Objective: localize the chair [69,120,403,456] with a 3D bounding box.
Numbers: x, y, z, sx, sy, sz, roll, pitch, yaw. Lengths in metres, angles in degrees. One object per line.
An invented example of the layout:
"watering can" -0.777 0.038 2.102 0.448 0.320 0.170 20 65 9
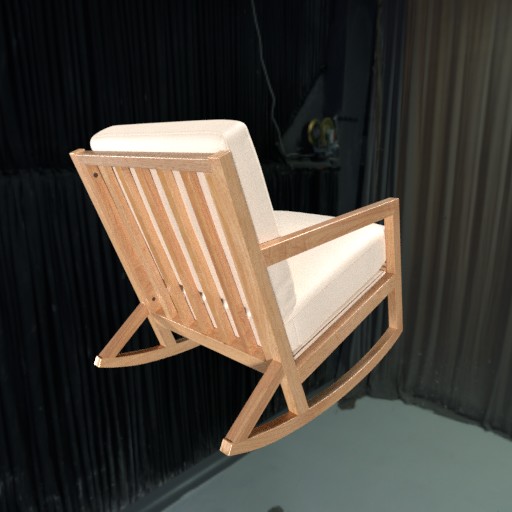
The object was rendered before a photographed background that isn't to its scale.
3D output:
"chair" 0.000 0.000 1.406 0.622 0.790 0.857 13 19 42
